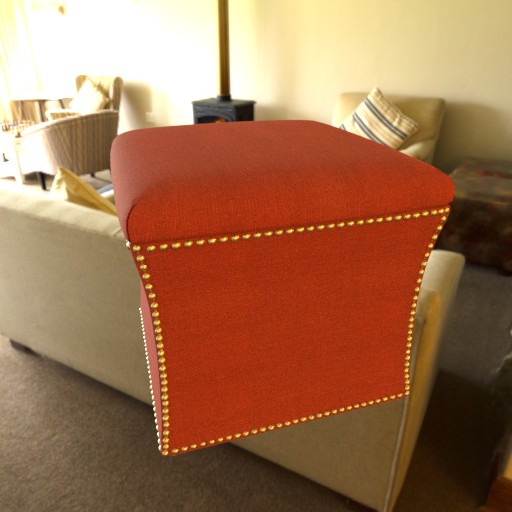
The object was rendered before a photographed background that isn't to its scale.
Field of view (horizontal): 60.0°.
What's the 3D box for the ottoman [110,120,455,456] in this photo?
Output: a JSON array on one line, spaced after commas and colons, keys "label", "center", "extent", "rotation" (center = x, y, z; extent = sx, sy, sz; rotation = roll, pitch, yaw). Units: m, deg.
[{"label": "ottoman", "center": [0.000, 0.000, 0.890], "extent": [0.507, 0.475, 0.497], "rotation": [-8, 27, -15]}]
